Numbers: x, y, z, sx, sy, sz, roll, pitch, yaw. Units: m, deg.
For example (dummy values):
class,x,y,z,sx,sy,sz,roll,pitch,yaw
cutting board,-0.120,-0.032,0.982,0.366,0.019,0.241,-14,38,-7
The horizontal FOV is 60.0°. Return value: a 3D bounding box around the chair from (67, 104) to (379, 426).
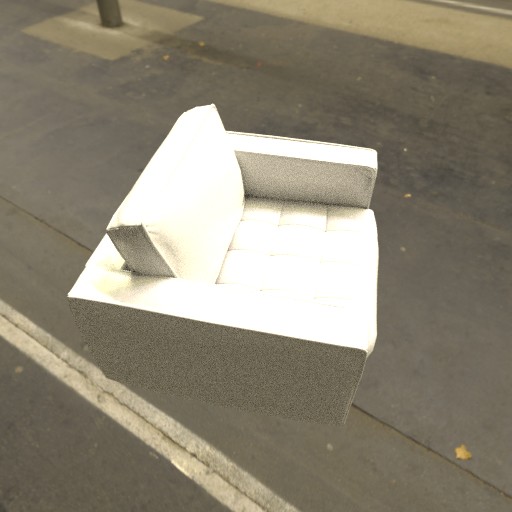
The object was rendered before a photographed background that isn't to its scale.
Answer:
class,x,y,z,sx,sy,sz,roll,pitch,yaw
chair,0.000,0.000,1.527,0.843,0.773,0.928,9,46,9
